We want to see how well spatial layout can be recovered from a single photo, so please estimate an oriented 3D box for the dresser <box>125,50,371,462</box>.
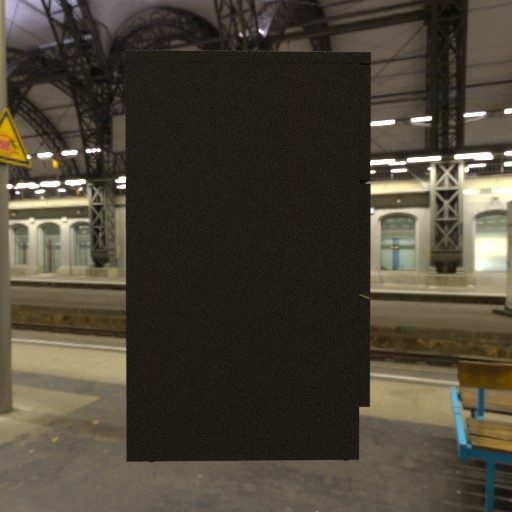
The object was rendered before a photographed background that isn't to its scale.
[{"bbox_3d":[0.000,0.000,0.804,0.360,0.560,0.400,0,1,-1],"label":"dresser"}]
